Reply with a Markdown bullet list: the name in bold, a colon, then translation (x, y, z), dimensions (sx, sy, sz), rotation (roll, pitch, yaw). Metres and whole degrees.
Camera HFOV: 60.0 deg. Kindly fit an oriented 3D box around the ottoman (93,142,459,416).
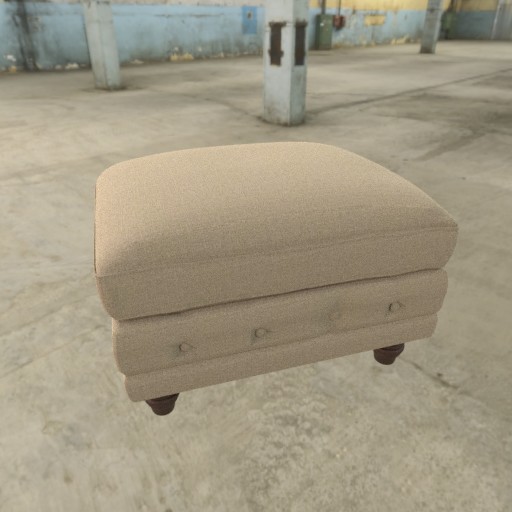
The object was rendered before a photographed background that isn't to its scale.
- **ottoman**: translation (0.000, 0.000, 1.043), dimensions (0.684, 0.463, 0.541), rotation (-8, 29, -15)
